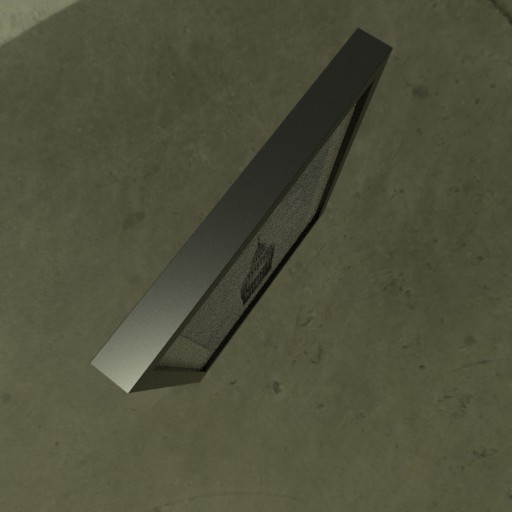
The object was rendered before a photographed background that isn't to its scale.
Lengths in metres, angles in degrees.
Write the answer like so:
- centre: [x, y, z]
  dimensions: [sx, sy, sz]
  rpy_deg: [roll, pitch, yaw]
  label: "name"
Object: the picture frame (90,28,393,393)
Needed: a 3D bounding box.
- centre: [0.000, 0.000, 0.507]
  dimensions: [0.034, 0.378, 0.328]
  rpy_deg: [35, 78, 9]
  label: "picture frame"
